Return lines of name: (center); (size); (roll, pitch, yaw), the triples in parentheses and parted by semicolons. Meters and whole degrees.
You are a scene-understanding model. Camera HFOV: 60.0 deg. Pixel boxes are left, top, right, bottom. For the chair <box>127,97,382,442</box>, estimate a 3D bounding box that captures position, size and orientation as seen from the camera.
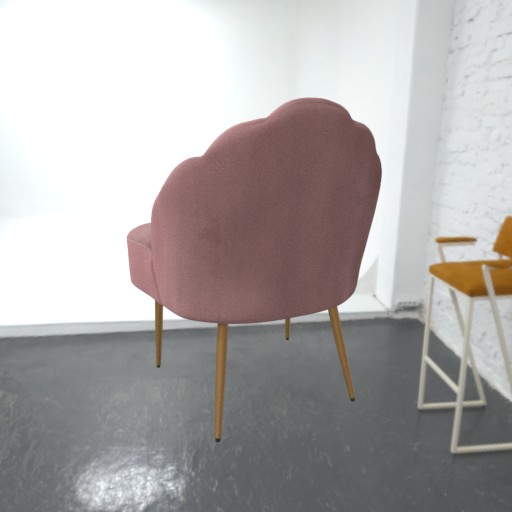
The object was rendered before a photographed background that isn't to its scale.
chair: (0.000, 0.000, 1.287); (0.657, 0.819, 0.599); (-7, 15, -25)
